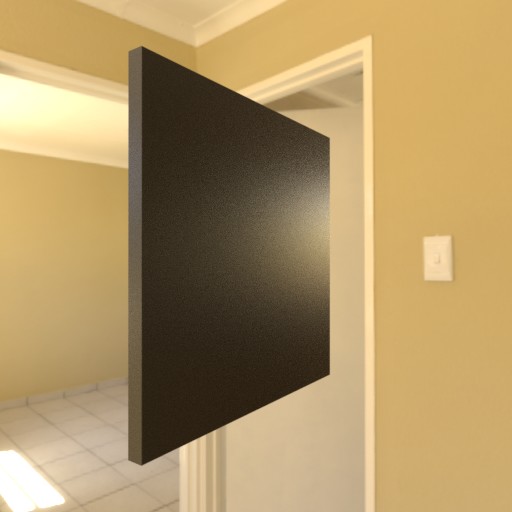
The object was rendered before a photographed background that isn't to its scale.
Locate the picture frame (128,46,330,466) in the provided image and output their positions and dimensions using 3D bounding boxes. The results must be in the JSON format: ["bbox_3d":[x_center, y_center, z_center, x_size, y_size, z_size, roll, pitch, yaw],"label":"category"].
[{"bbox_3d":[0.000,0.000,0.823,0.029,0.557,0.559,0,0,36],"label":"picture frame"}]
